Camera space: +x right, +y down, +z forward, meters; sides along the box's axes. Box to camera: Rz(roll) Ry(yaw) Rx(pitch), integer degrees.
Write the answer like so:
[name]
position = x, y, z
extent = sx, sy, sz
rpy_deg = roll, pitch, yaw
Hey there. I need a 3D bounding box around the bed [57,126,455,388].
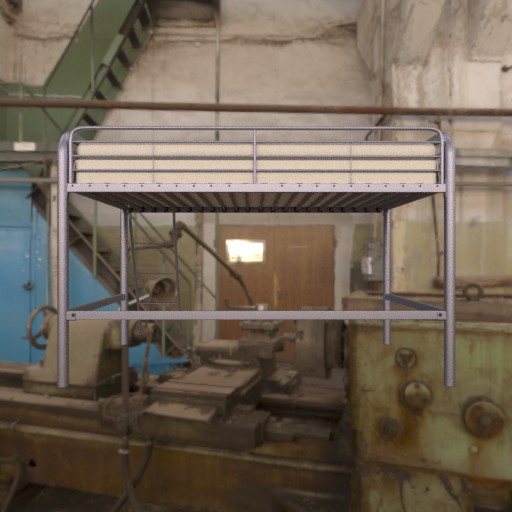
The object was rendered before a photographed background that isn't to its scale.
[bed]
position = 0.000, 0.000, 2.874
extent = 1.965, 1.288, 1.415
rpy_deg = 0, 0, 0
